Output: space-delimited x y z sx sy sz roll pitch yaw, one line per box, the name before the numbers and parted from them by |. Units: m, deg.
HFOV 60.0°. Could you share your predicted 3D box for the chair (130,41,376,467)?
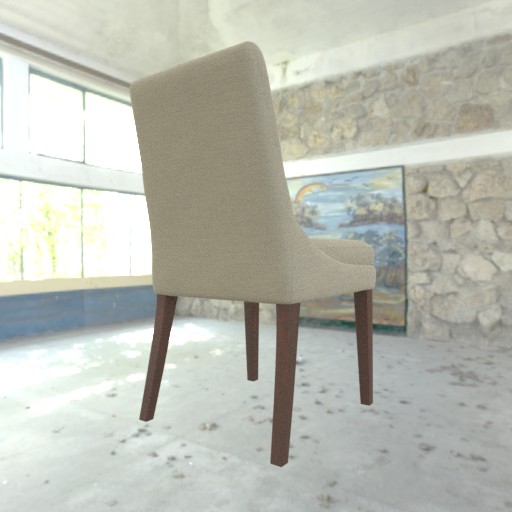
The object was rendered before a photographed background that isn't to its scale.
chair | 0.000 0.000 1.305 0.515 0.940 0.638 0 0 36
